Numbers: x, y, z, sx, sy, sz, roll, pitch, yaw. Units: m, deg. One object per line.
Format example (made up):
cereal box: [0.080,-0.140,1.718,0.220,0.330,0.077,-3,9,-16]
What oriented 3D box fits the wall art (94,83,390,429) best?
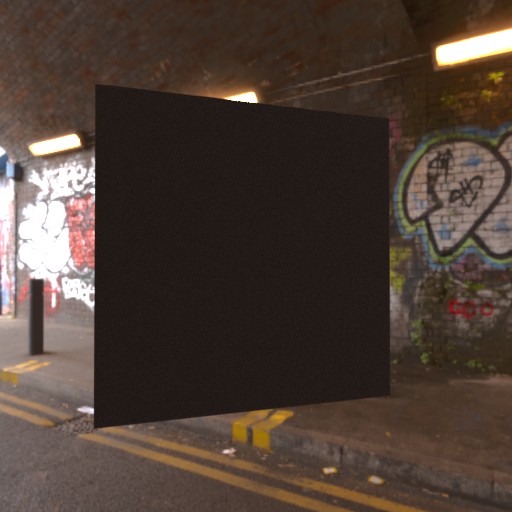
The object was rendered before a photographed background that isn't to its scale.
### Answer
wall art: [0.000,0.000,1.114,0.762,0.762,0.038,0,-1,-18]
